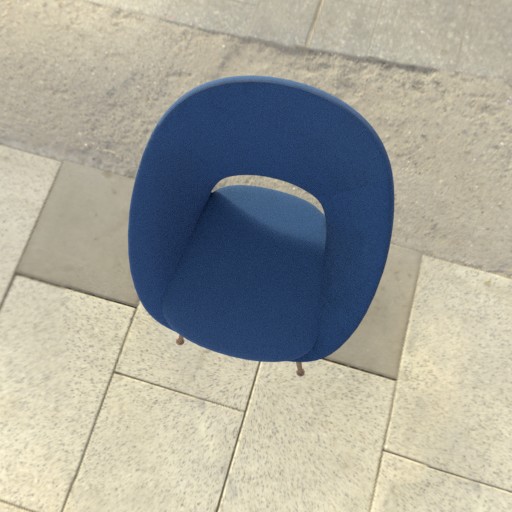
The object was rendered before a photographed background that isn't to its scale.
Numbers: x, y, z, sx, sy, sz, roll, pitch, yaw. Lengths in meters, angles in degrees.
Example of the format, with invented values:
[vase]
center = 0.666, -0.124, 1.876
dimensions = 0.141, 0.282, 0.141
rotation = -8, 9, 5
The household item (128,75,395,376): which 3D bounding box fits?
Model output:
[household item]
center = 0.000, 0.000, 1.257
dimensions = 0.623, 0.852, 0.573
rotation = 14, 75, 4
